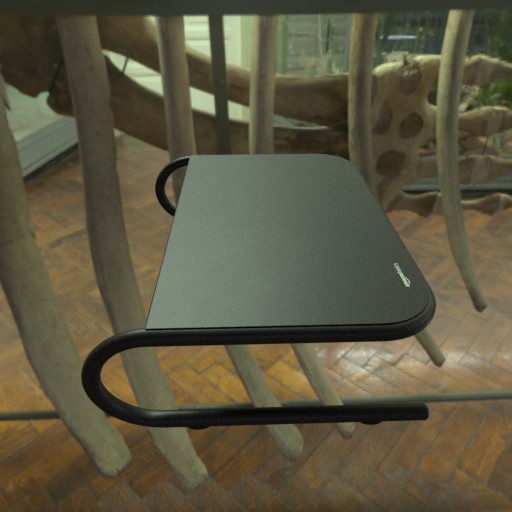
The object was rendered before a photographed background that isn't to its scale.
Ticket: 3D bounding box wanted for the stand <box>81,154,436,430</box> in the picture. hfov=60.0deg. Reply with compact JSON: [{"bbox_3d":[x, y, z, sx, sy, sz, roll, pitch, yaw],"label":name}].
[{"bbox_3d":[0.000,0.000,0.496,0.280,0.108,0.370,-1,33,-2],"label":"stand"}]
